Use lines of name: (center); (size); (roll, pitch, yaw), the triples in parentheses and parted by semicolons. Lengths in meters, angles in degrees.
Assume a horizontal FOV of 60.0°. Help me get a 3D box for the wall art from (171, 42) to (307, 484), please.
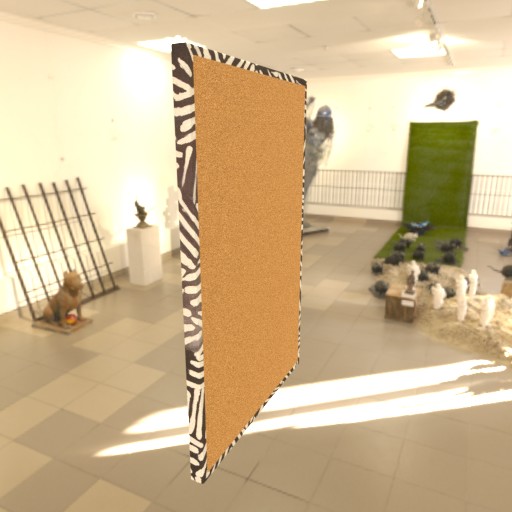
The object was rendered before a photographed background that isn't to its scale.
wall art: (0.000, 0.000, 1.155); (0.035, 0.918, 0.615); (7, 17, 25)
